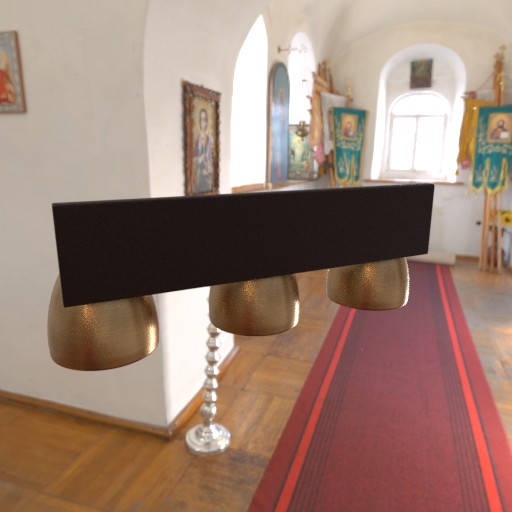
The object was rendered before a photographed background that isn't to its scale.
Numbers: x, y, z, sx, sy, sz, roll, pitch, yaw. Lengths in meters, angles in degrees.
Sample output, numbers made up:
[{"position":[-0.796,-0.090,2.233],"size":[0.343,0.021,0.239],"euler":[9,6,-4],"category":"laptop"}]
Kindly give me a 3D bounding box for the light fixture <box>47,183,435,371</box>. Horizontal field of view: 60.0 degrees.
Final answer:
[{"position":[0.000,0.000,0.662],"size":[0.582,0.204,0.157],"euler":[-7,16,-26],"category":"light fixture"}]
